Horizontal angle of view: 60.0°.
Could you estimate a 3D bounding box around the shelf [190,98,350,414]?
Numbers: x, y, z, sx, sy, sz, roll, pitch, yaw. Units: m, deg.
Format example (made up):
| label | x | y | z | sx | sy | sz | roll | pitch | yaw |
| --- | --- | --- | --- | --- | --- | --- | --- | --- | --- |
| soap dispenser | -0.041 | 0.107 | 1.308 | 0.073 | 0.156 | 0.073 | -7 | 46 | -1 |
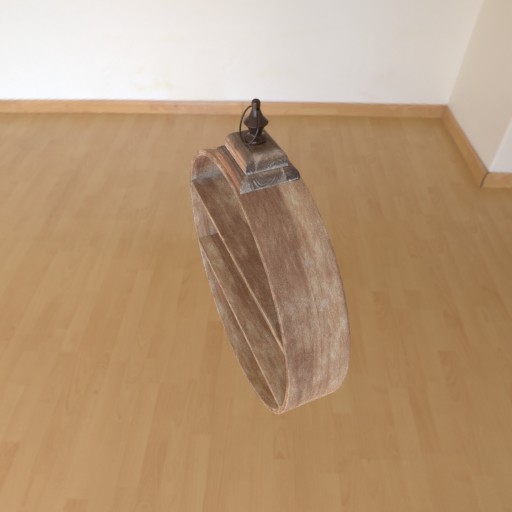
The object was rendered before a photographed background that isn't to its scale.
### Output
| label | x | y | z | sx | sy | sz | roll | pitch | yaw |
| --- | --- | --- | --- | --- | --- | --- | --- | --- | --- |
| shelf | 0.000 | 0.000 | 0.982 | 0.125 | 0.725 | 0.601 | -17 | 47 | -16 |
